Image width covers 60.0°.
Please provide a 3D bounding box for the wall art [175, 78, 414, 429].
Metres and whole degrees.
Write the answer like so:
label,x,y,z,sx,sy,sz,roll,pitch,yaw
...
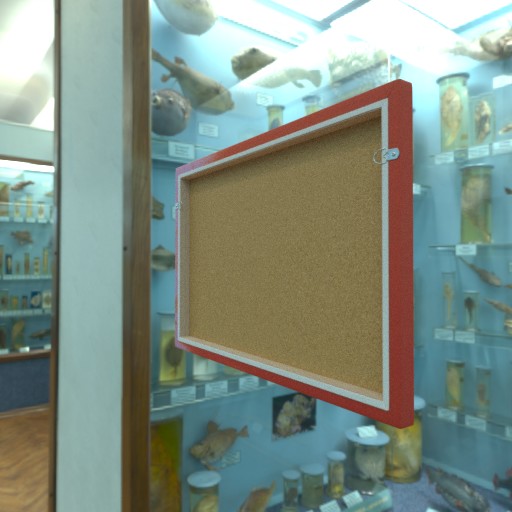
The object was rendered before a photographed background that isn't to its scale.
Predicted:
label,x,y,z,sx,sy,sz,roll,pitch,yaw
wall art,0.000,0.000,1.145,0.040,0.609,0.913,1,-1,-35
